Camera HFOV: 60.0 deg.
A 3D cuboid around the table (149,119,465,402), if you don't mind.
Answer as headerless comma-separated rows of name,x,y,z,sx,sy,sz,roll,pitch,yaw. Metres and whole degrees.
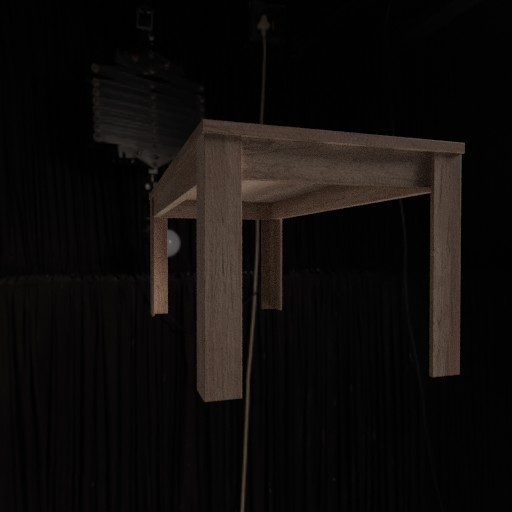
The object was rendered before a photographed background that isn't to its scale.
table,0.000,0.000,2.225,0.900,0.790,1.800,0,1,-18
